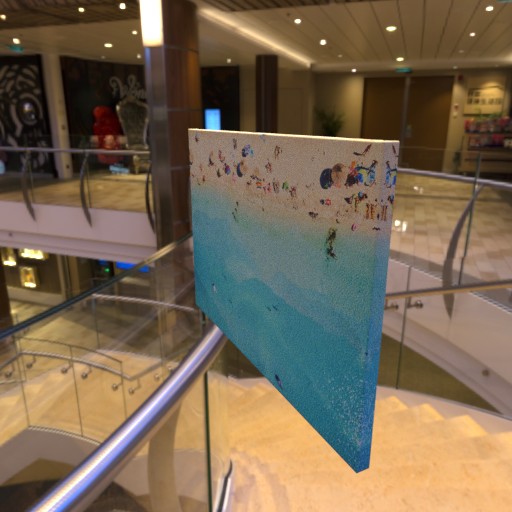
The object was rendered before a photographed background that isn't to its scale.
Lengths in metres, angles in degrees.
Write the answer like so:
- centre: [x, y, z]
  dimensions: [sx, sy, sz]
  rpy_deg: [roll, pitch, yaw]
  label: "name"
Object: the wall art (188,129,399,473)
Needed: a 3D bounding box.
- centre: [0.000, 0.000, 1.435]
  dimensions: [0.040, 0.769, 1.136]
  rpy_deg: [-9, 19, -26]
  label: "wall art"
